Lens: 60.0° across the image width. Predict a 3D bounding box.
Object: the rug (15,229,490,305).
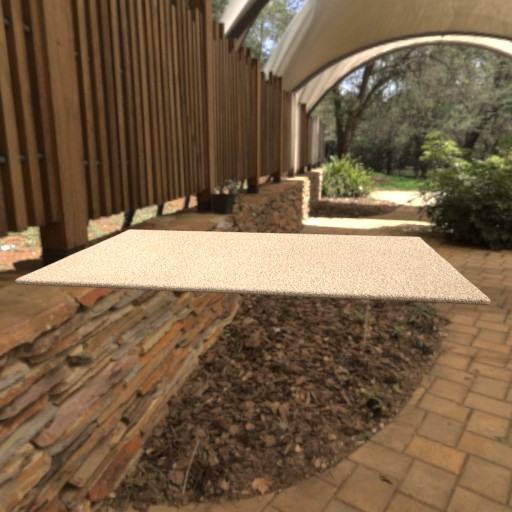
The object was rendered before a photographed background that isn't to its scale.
[{"bbox_3d":[0.000,0.000,2.970,2.438,0.030,1.524,2,14,8],"label":"rug"}]
